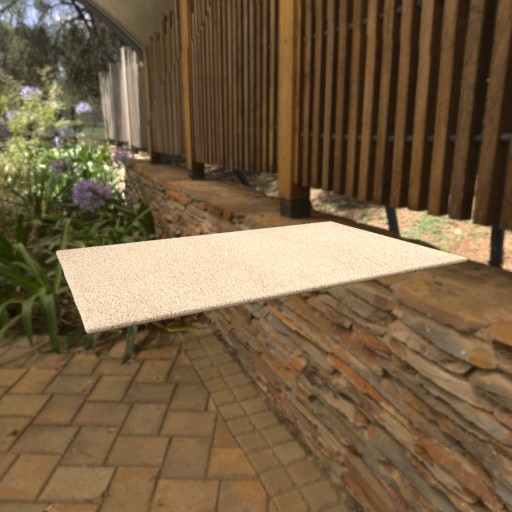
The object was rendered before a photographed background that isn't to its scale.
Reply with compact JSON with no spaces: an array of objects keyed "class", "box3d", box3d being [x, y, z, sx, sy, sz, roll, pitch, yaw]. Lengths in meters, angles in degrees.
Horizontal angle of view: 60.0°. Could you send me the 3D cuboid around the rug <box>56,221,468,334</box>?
[{"class":"rug","box3d":[0.000,0.000,3.079,2.438,0.030,1.524,-8,17,-27]}]
